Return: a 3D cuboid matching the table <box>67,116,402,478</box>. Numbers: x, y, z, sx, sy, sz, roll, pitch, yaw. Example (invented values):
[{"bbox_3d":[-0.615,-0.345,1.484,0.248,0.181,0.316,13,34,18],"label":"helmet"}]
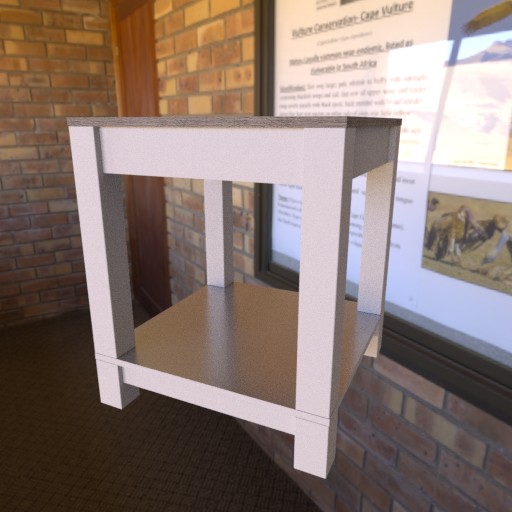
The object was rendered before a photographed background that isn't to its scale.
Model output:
[{"bbox_3d":[0.000,0.000,0.988,0.504,0.587,0.506,8,19,24],"label":"table"}]
